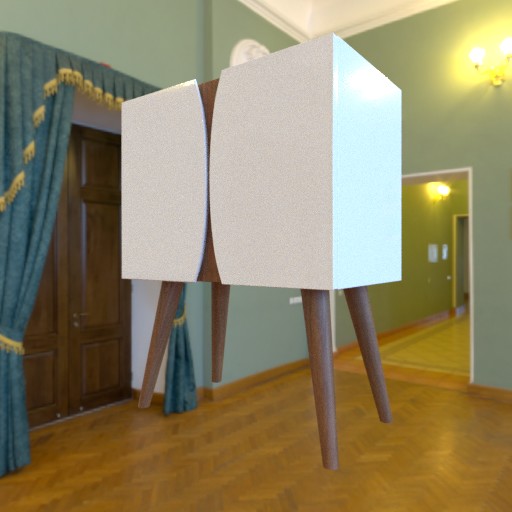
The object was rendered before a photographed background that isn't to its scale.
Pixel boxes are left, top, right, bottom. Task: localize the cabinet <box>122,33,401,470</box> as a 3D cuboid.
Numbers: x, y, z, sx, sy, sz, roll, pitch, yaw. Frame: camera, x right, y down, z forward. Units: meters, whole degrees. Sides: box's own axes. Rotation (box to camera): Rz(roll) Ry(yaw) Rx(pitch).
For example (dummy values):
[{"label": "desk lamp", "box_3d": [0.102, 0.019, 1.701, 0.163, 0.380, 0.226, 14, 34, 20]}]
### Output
[{"label": "cabinet", "box_3d": [0.000, 0.000, 1.074, 0.591, 0.772, 0.344, 0, 0, 37]}]
